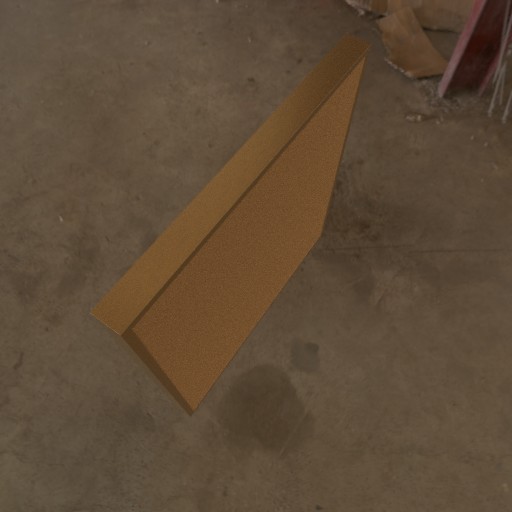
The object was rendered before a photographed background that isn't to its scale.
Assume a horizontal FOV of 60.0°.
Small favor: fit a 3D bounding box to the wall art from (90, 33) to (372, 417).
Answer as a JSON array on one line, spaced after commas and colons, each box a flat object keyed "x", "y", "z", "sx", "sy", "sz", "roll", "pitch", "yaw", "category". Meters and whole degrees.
[{"x": 0.000, "y": 0.000, "z": 0.746, "sx": 0.040, "sy": 0.509, "sz": 0.509, "roll": 31, "pitch": 66, "yaw": 16, "category": "wall art"}]
